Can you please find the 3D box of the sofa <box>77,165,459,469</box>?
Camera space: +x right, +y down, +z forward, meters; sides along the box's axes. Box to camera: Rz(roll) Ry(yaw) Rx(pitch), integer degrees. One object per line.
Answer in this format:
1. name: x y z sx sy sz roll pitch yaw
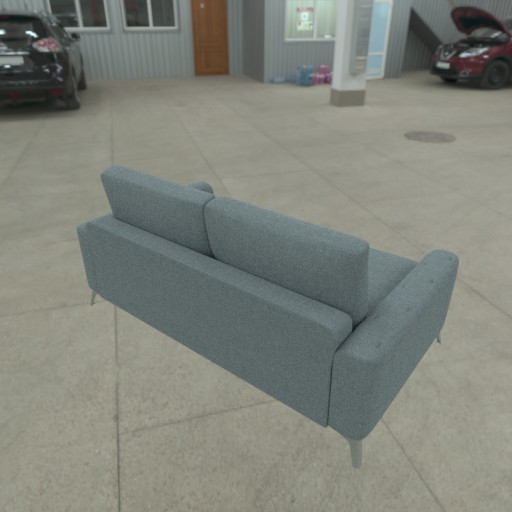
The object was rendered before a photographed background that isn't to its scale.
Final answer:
1. sofa: 0.000 0.000 2.135 1.650 0.790 0.920 21 35 33
